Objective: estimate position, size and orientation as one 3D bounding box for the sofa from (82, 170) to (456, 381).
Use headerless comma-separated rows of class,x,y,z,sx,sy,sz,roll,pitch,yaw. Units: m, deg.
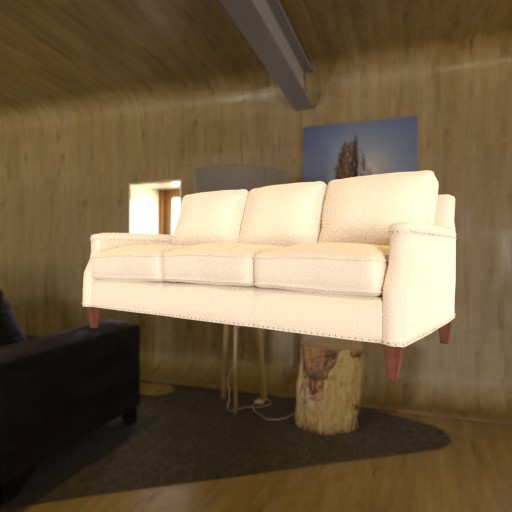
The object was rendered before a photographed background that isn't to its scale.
sofa,0.000,0.000,2.846,2.246,1.003,1.084,1,1,36
